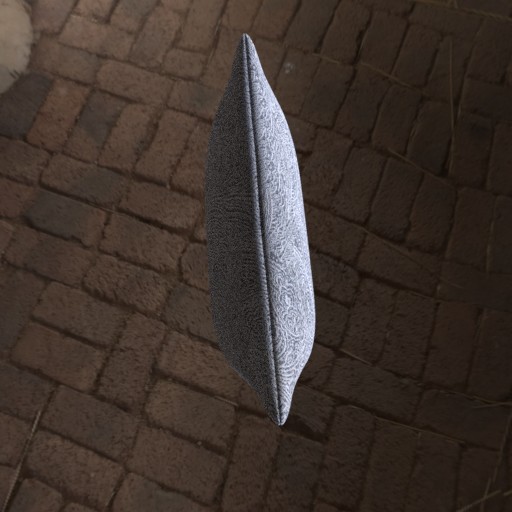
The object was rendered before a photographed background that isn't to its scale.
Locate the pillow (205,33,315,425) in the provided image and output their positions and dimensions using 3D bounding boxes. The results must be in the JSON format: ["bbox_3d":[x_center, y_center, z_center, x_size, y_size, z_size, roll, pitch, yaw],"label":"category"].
[{"bbox_3d":[0.000,0.000,0.793,0.166,0.510,0.523,-5,75,-1],"label":"pillow"}]
